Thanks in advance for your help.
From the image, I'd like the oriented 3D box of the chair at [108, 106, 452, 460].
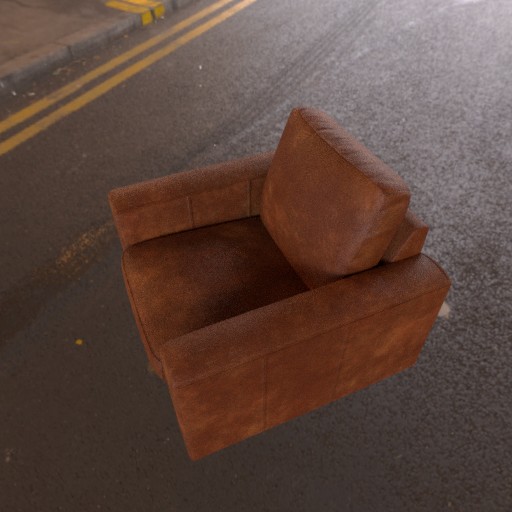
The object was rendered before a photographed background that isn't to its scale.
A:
[{"bbox_3d":[0.000,0.000,1.753,1.016,0.873,1.005,-17,47,-17],"label":"chair"}]
